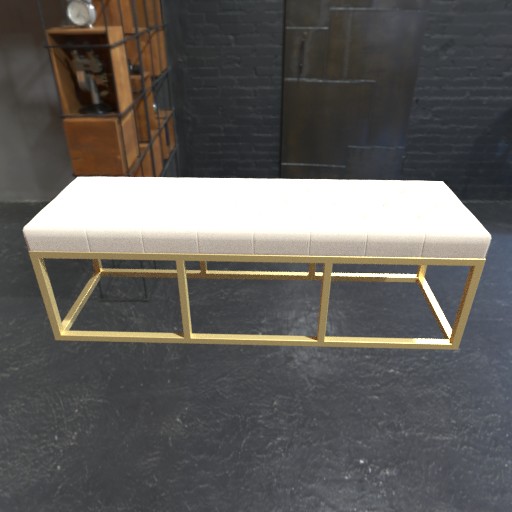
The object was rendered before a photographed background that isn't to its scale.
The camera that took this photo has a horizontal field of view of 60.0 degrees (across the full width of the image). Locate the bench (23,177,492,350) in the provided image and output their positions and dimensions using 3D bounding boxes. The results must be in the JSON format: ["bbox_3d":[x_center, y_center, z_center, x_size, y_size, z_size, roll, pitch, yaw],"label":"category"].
[{"bbox_3d":[0.000,0.000,1.687,1.473,0.484,0.457,1,31,2],"label":"bench"}]
